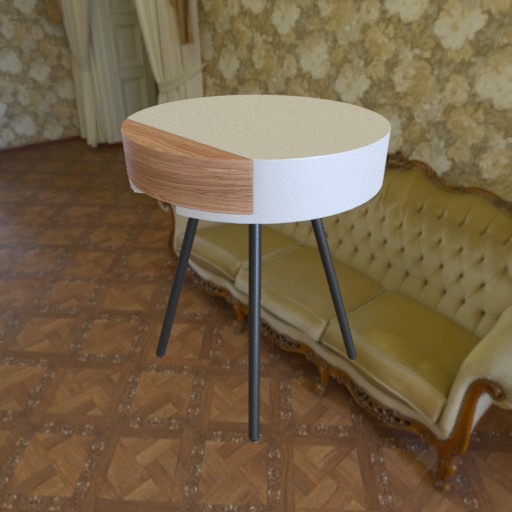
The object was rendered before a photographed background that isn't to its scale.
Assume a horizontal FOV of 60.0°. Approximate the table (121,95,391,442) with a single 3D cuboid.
[{"bbox_3d":[0.000,0.000,0.866,0.450,0.525,0.450,0,30,0],"label":"table"}]
